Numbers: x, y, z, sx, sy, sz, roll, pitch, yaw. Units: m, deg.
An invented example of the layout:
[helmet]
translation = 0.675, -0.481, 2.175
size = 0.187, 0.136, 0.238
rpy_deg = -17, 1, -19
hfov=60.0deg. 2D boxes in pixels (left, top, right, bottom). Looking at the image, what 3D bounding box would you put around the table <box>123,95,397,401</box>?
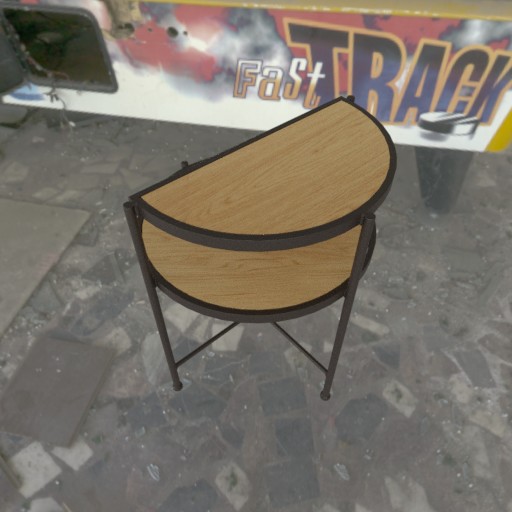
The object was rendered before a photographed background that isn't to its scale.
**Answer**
[table]
translation = 0.000, 0.000, 1.167
size = 0.629, 0.684, 0.628
rpy_deg = -32, 55, -27
